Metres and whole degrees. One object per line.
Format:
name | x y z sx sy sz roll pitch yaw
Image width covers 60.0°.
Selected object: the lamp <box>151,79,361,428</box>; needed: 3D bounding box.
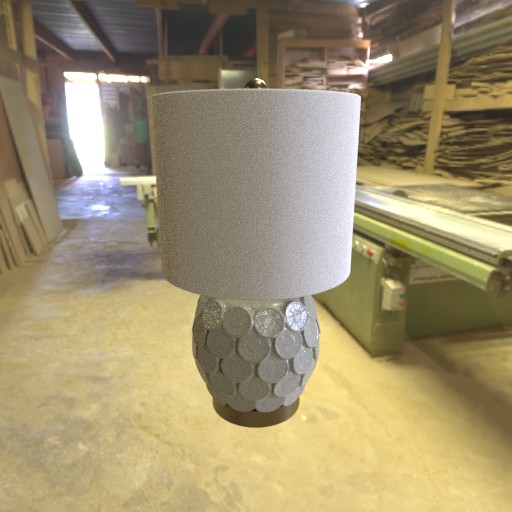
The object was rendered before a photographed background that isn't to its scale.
lamp | 0.000 0.000 0.606 0.254 0.452 0.254 0 16 0
